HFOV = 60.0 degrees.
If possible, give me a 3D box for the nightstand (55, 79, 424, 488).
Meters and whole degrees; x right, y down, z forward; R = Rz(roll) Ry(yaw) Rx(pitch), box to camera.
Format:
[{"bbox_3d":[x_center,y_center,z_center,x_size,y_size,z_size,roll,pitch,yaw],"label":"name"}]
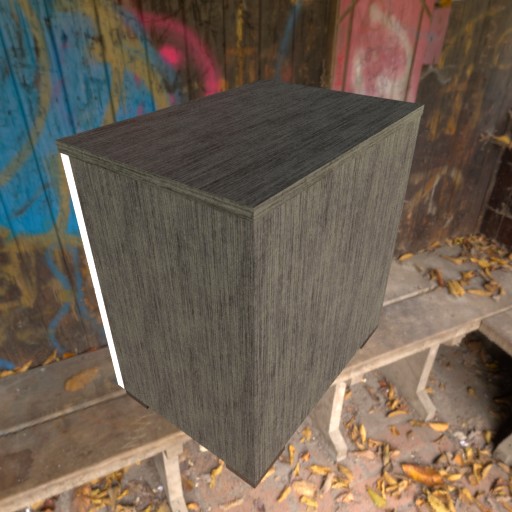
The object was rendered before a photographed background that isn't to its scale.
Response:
[{"bbox_3d":[0.000,0.000,0.750,0.325,0.460,0.441,22,39,30],"label":"nightstand"}]
